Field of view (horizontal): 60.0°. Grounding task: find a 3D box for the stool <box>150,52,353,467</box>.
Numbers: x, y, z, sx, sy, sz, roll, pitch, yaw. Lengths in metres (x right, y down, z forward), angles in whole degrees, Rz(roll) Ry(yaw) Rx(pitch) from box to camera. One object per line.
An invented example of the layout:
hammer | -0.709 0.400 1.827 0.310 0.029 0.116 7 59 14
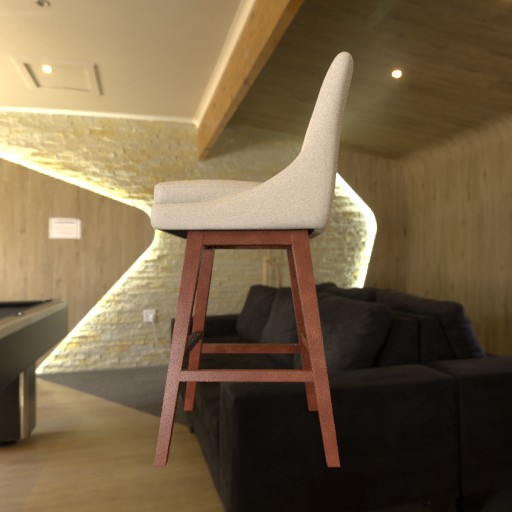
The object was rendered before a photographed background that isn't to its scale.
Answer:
stool | 0.000 0.000 1.381 0.559 1.092 0.470 0 -1 1
